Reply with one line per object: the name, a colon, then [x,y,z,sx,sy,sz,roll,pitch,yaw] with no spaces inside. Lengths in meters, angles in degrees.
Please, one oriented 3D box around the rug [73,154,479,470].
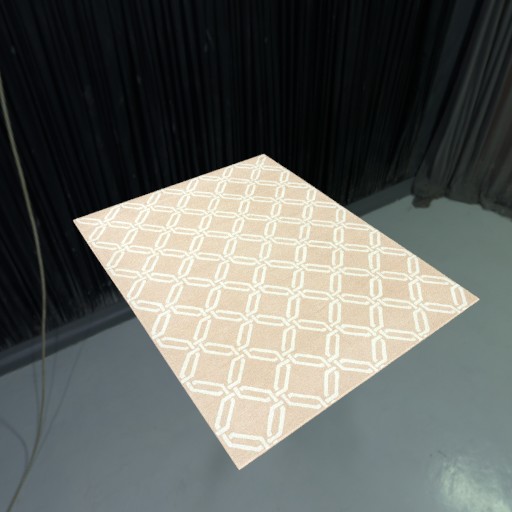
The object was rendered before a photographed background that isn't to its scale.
rug: [0.000,0.000,3.894,2.288,0.018,2.895,-25,47,-26]
